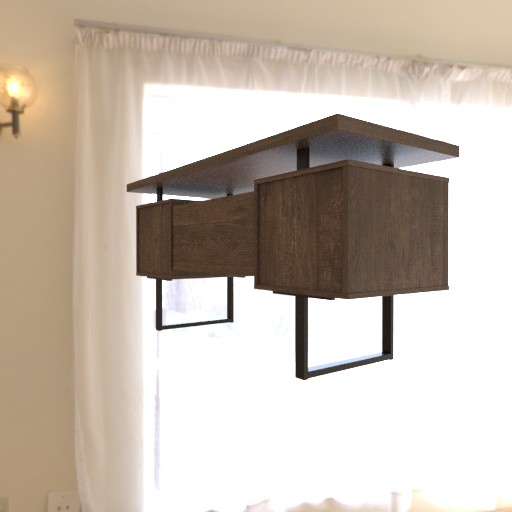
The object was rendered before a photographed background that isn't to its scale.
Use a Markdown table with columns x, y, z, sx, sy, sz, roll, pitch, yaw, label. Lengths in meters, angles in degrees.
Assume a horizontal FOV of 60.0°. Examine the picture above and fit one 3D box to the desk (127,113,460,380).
| x | y | z | sx | sy | sz | roll | pitch | yaw | label |
| --- | --- | --- | --- | --- | --- | --- | --- | --- | --- |
| 0.000 | 0.000 | 1.948 | 0.600 | 0.760 | 1.524 | 0 | 1 | -36 | desk |
